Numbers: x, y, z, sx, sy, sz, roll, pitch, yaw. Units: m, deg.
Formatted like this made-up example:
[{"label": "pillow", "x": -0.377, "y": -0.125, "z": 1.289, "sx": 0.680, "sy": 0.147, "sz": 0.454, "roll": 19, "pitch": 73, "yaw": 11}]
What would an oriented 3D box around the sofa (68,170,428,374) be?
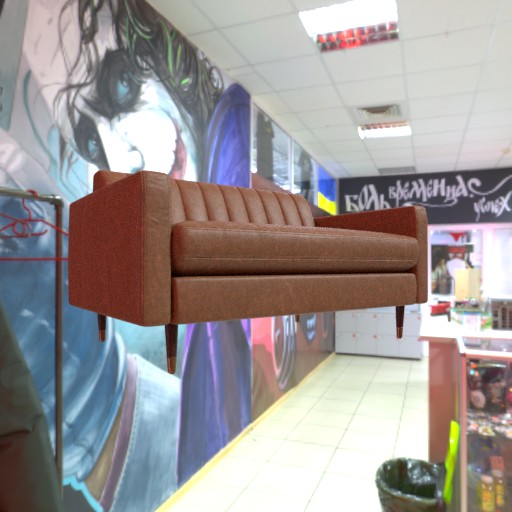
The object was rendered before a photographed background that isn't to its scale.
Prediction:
[{"label": "sofa", "x": 0.000, "y": 0.000, "z": 2.162, "sx": 1.549, "sy": 0.820, "sz": 0.960, "roll": 1, "pitch": -1, "yaw": -36}]
